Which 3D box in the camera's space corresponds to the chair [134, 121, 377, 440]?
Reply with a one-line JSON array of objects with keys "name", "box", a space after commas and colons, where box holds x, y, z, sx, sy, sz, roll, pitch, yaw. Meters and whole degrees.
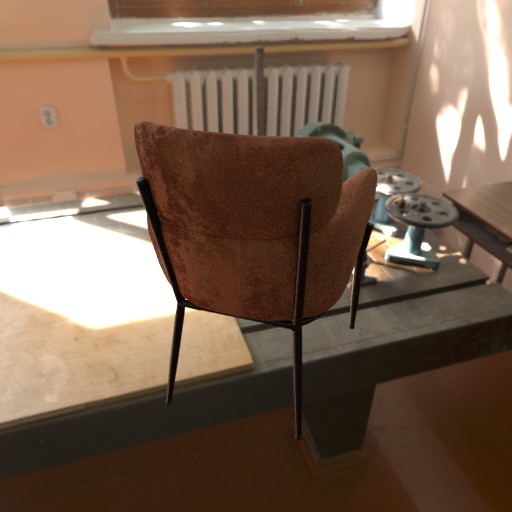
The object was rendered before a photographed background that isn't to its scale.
[{"name": "chair", "box": [0.000, 0.000, 1.155, 0.561, 0.772, 0.523, 9, 33, 15]}]
